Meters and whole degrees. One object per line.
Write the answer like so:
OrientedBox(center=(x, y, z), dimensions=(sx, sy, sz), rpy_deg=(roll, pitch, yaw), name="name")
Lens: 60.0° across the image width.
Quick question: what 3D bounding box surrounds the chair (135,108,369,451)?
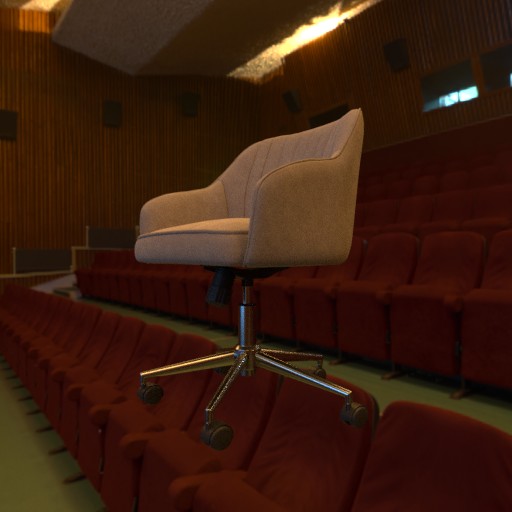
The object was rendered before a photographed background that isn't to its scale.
OrientedBox(center=(0.000, 0.000, 1.271), dimensions=(0.573, 0.831, 0.635), rpy_deg=(0, 0, -37), name="chair")
